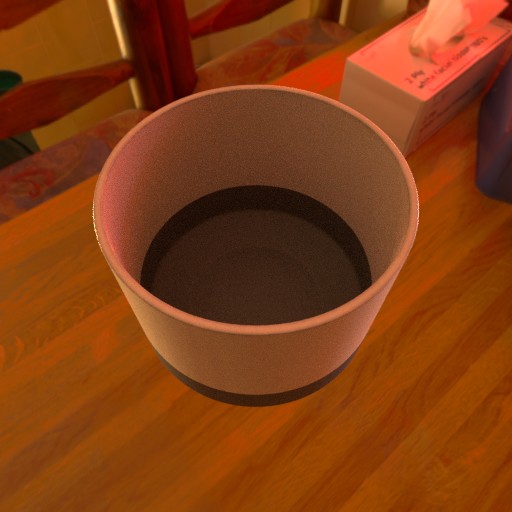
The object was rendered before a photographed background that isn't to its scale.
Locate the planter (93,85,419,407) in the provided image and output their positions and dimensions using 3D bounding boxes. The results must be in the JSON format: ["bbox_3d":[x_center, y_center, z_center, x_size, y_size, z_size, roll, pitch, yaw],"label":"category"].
[{"bbox_3d":[0.000,0.000,0.222,0.128,0.105,0.128,0,57,0],"label":"planter"}]
